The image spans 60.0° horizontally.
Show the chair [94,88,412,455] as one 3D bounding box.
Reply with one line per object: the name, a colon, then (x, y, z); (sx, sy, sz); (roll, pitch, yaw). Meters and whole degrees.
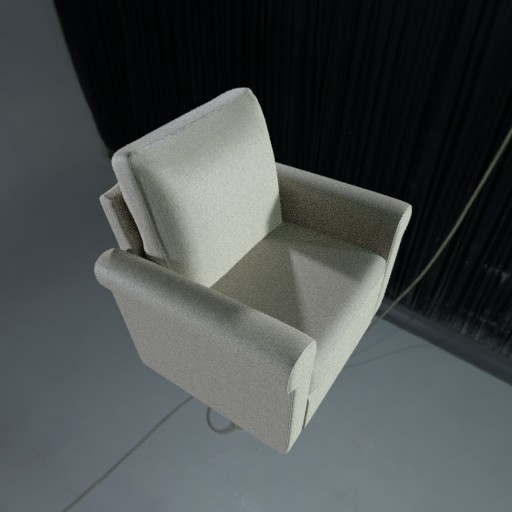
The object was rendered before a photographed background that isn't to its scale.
chair: (0.000, 0.000, 2.309); (1.180, 1.349, 1.275); (24, 47, 25)
